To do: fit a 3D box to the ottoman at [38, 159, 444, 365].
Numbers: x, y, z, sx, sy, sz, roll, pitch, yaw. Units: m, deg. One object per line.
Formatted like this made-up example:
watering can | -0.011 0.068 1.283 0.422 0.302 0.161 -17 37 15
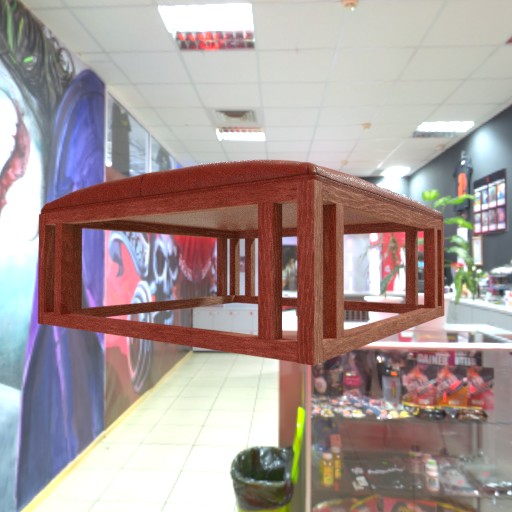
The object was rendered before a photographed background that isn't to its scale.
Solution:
ottoman | 0.000 0.000 1.547 1.013 0.442 1.016 -1 -1 36
